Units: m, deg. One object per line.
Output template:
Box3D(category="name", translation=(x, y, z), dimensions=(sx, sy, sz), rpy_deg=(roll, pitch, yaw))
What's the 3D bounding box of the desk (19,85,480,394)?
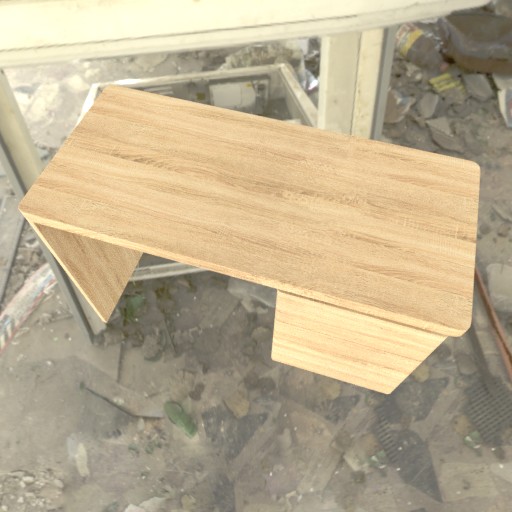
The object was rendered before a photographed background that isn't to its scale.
Box3D(category="desk", translation=(0.000, 0.000, 1.568), dimensions=(1.200, 0.760, 0.550), rpy_deg=(15, 60, 9))
